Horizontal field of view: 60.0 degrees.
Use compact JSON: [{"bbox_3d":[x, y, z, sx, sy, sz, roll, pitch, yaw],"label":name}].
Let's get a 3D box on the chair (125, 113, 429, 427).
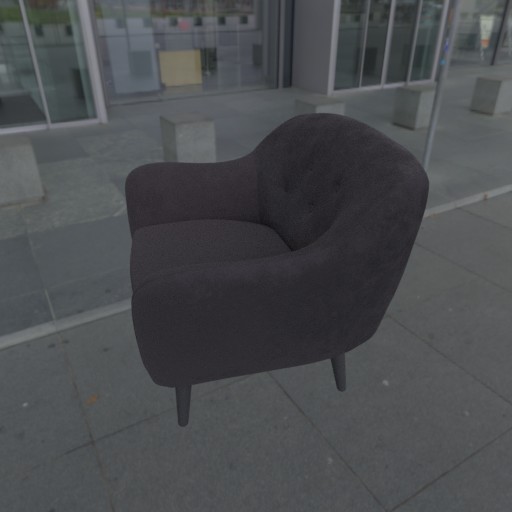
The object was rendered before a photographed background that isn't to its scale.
[{"bbox_3d":[0.000,0.000,1.485,0.819,0.807,0.840,-8,31,-13],"label":"chair"}]
